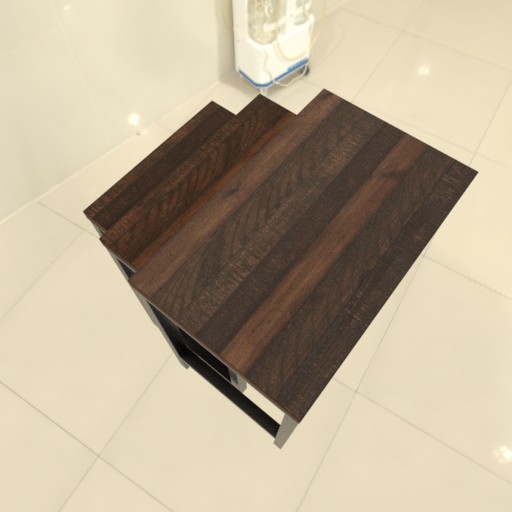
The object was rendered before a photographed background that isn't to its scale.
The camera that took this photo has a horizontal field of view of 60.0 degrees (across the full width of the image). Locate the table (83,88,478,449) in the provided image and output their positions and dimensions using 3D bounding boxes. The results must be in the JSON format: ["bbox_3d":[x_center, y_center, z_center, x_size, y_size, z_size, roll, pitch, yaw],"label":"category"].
[{"bbox_3d":[0.000,0.000,1.148,0.660,0.616,0.608,35,68,17],"label":"table"}]
